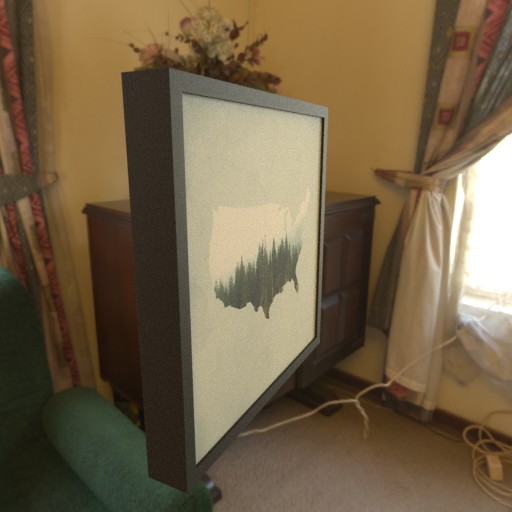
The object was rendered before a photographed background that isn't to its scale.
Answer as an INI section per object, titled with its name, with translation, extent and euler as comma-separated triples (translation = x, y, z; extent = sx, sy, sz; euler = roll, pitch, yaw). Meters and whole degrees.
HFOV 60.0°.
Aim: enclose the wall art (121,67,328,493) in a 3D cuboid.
[wall art]
translation = 0.000, 0.000, 0.443
extent = 0.038, 0.304, 0.304
euler = 7, 15, 26
